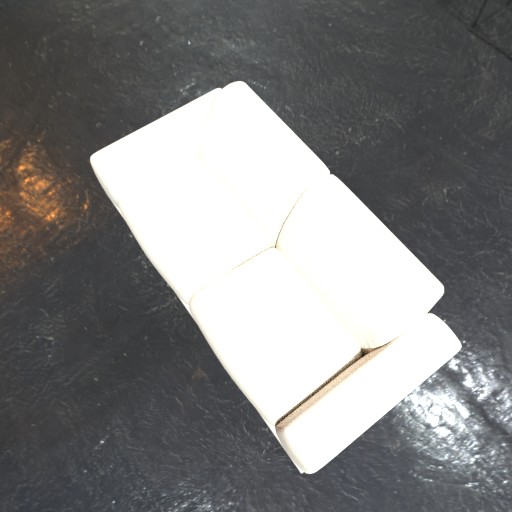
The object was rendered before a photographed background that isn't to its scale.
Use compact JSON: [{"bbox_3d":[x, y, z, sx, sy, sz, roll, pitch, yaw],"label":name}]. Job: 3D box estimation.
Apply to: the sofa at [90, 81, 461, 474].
[{"bbox_3d":[0.000,0.000,2.280,0.900,0.772,1.901,-33,69,-15],"label":"sofa"}]
